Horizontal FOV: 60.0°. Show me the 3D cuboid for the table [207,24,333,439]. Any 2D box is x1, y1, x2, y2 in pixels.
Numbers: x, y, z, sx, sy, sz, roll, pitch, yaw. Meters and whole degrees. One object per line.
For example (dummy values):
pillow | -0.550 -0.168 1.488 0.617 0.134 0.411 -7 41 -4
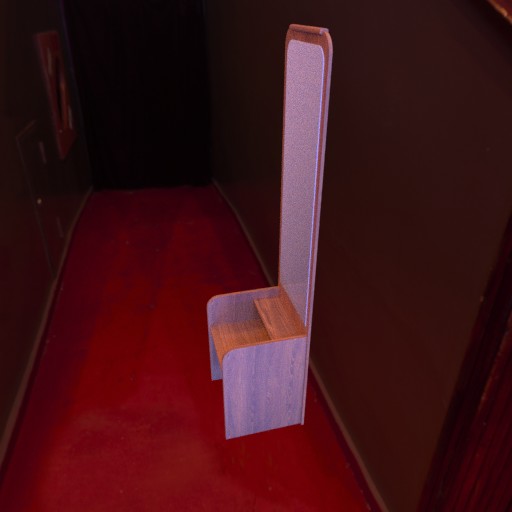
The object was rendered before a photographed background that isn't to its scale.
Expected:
table | 0.000 0.000 1.991 0.420 1.830 0.450 -7 31 -13
